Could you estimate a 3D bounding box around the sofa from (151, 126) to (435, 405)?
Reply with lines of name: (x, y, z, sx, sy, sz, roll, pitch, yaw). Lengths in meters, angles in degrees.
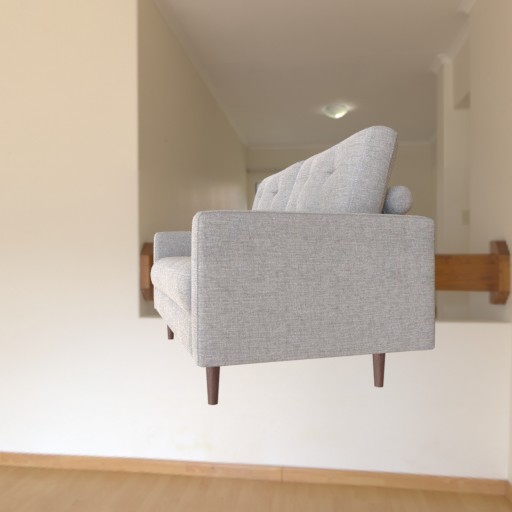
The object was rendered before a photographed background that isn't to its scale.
sofa: (0.000, 0.000, 1.978, 0.842, 0.907, 1.407, 0, 0, -18)
